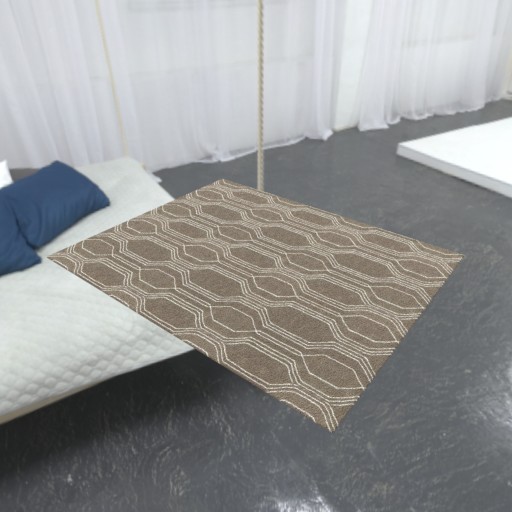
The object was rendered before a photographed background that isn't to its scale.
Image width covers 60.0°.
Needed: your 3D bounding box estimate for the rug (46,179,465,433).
[{"bbox_3d":[0.000,0.000,4.154,3.062,0.012,2.457,23,38,32],"label":"rug"}]
